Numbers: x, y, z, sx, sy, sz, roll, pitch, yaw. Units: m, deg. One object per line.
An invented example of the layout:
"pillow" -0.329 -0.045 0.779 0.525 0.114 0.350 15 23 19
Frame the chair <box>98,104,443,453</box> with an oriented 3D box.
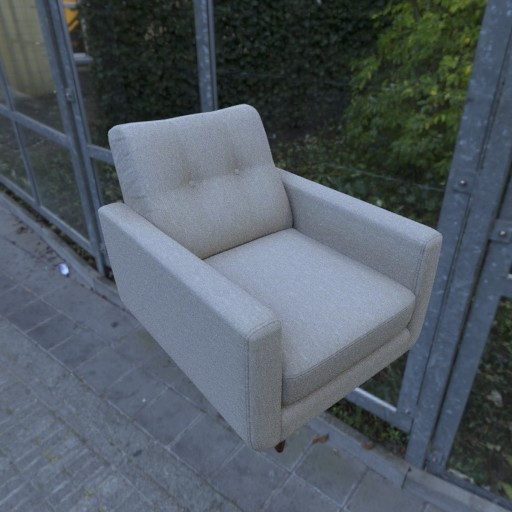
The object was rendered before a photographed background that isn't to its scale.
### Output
"chair" 0.000 0.000 1.785 0.897 0.965 1.128 -22 37 -32
